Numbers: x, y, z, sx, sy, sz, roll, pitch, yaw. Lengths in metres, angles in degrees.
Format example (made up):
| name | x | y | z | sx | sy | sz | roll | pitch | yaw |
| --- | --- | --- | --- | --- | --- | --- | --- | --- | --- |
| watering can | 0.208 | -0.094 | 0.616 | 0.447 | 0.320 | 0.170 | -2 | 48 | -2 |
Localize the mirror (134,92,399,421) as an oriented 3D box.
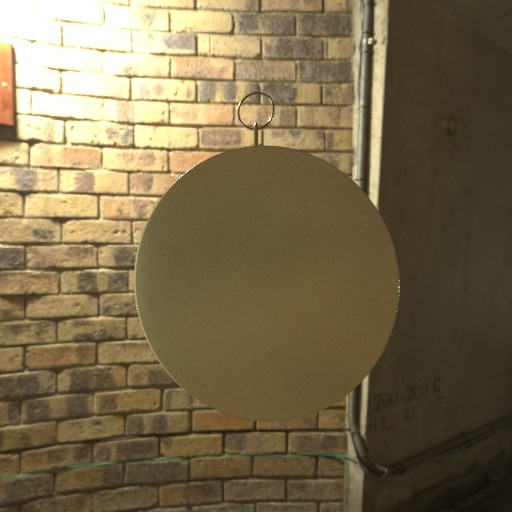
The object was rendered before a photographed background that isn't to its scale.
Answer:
| name | x | y | z | sx | sy | sz | roll | pitch | yaw |
| --- | --- | --- | --- | --- | --- | --- | --- | --- | --- |
| mirror | 0.000 | 0.000 | 0.965 | 0.594 | 0.713 | 0.020 | 0 | 0 | 17 |
